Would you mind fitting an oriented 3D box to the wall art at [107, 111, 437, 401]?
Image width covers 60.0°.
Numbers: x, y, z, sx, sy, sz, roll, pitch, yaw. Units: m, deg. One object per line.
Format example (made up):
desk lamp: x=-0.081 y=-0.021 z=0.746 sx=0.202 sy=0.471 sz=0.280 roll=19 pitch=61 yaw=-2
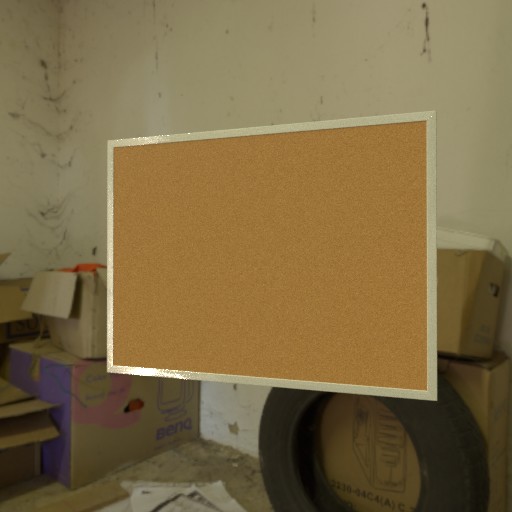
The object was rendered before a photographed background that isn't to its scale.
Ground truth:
wall art: x=0.000 y=0.000 z=1.378 sx=1.041 sy=0.787 sz=0.053 roll=0 pitch=0 yaw=17
